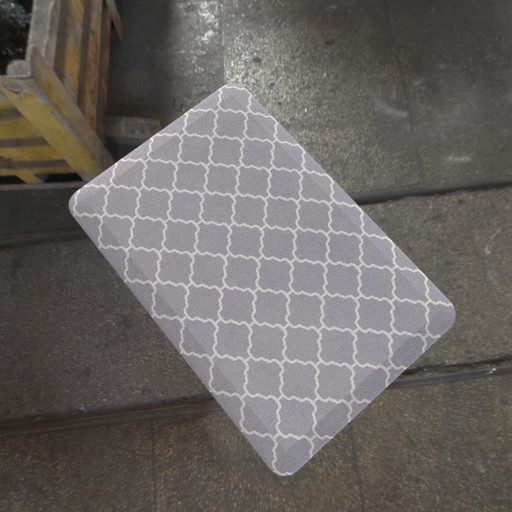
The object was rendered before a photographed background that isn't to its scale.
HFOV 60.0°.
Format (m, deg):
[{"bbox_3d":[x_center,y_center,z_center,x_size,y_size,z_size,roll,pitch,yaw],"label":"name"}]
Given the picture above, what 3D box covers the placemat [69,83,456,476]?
[{"bbox_3d":[0.000,0.000,0.965,0.508,0.021,0.762,-39,79,-9],"label":"placemat"}]
